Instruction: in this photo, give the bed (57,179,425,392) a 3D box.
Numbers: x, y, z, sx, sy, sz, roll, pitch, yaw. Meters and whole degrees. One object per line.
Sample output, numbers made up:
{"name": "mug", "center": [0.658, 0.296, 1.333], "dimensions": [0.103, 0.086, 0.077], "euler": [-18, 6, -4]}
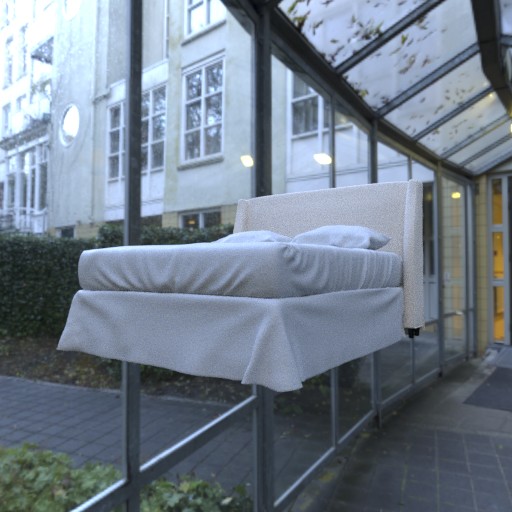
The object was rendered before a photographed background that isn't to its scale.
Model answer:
{"name": "bed", "center": [0.000, 0.000, 3.412], "dimensions": [1.925, 1.332, 2.276], "euler": [-1, -2, 36]}
